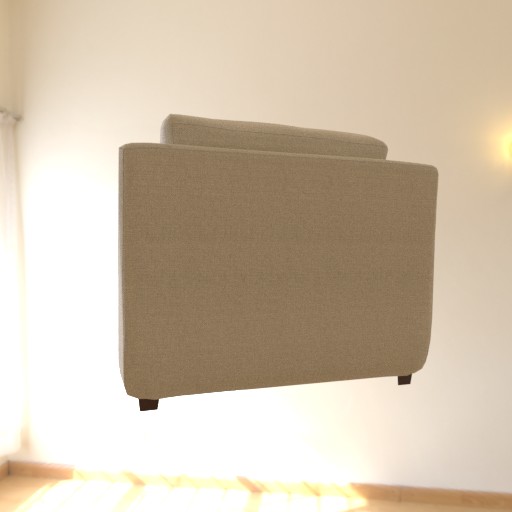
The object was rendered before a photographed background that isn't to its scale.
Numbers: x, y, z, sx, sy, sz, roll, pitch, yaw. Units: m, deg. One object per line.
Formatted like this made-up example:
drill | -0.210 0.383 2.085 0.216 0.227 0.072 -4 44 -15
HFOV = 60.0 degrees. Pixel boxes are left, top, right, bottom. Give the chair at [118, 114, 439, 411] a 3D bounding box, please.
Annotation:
chair | 0.000 0.000 1.975 1.178 1.016 1.009 0 0 -18
